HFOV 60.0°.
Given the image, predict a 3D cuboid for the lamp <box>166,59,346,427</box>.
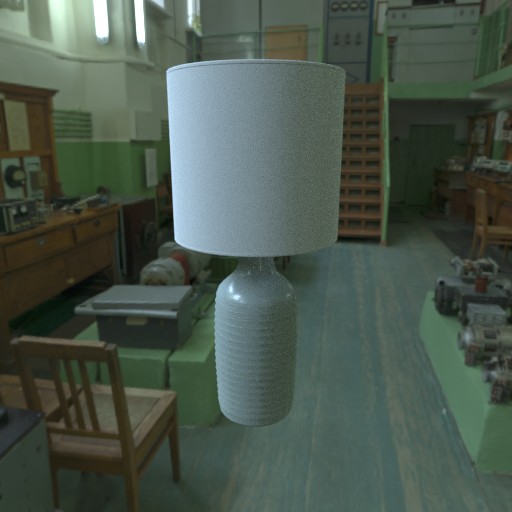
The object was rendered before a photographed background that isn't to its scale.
[{"bbox_3d":[0.000,0.000,0.619,0.220,0.475,0.220,2,16,8],"label":"lamp"}]
